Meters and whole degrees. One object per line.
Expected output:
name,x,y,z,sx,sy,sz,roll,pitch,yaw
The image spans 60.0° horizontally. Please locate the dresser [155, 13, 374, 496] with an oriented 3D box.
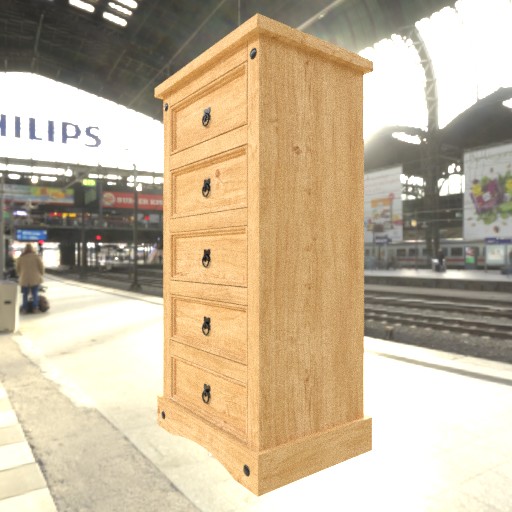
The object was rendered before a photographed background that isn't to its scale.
dresser,0.000,0.000,1.280,0.390,1.041,0.531,0,0,-37
